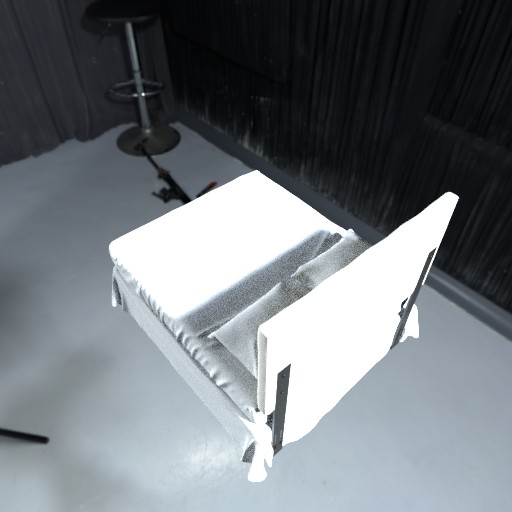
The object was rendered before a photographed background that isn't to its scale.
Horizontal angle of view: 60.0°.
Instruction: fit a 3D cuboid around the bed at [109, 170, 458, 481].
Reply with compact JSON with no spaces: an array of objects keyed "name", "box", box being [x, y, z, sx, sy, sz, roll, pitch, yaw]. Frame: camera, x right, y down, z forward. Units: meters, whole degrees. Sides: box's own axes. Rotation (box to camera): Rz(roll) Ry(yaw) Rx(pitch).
[{"name":"bed","box":[0.000,0.000,3.516,1.936,1.577,2.222,-32,53,-27]}]
